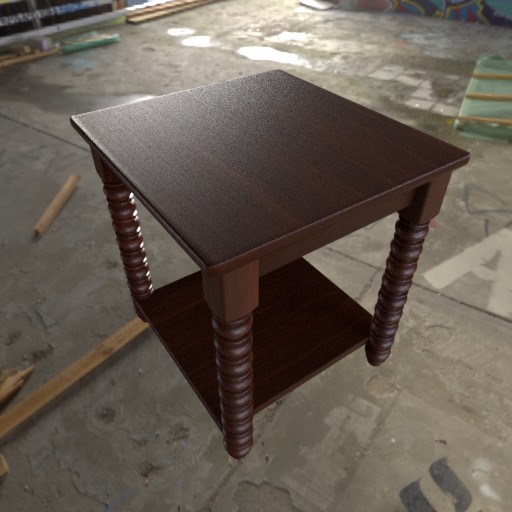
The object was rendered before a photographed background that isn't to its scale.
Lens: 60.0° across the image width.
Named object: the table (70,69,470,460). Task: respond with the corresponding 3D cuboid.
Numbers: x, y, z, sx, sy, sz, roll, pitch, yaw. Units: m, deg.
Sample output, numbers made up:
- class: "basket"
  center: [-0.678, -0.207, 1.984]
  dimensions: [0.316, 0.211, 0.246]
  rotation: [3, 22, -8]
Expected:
- class: "table"
  center: [0.000, 0.000, 0.967]
  dimensions: [0.500, 0.567, 0.533]
  rotation: [-24, 46, -26]
